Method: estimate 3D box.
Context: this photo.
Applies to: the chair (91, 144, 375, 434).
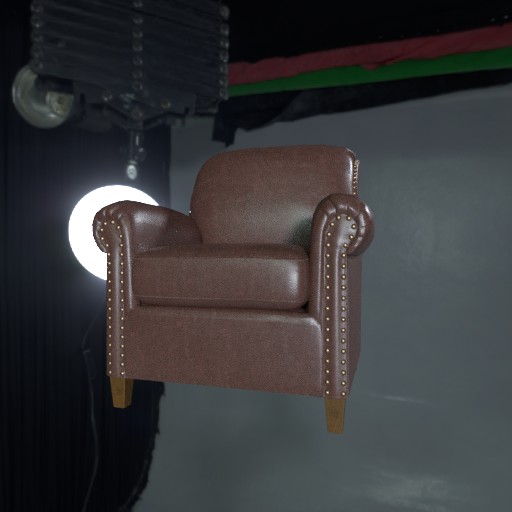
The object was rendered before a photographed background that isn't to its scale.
[{"bbox_3d":[0.000,0.000,1.629,0.854,0.927,0.890,0,1,17],"label":"chair"}]
